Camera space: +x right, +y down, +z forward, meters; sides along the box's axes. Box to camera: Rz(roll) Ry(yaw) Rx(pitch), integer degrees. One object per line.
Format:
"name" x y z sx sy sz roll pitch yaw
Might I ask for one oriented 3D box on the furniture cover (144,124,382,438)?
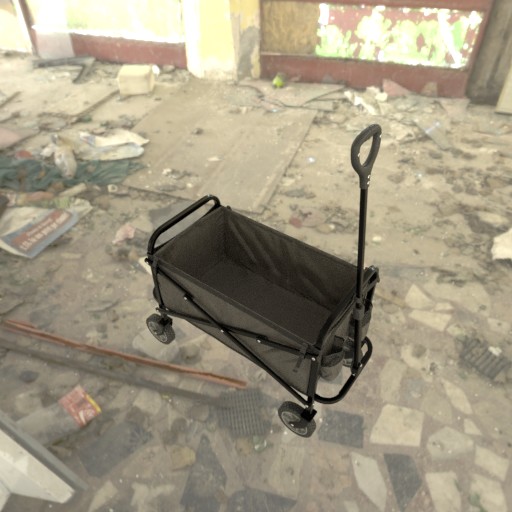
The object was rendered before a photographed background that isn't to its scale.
"furniture cover" 0.000 0.000 1.776 1.038 1.295 0.532 26 48 27
